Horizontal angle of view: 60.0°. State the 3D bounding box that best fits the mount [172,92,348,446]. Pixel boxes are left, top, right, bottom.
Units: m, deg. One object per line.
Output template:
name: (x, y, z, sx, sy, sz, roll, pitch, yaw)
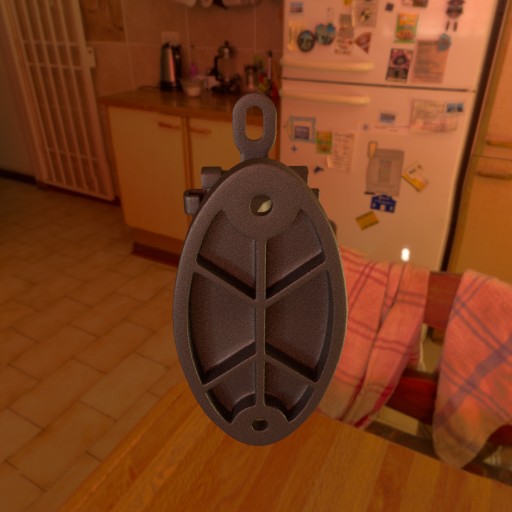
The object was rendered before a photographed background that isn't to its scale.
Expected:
mount: (0.000, 0.000, 0.178, 0.066, 0.118, 0.100, -1, 29, -1)
